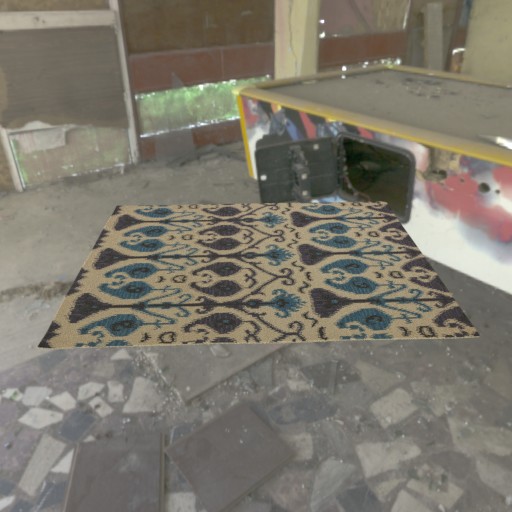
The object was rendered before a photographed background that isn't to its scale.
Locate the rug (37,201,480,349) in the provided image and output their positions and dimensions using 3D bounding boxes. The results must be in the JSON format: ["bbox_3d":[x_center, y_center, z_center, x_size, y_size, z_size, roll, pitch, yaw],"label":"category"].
[{"bbox_3d":[0.000,0.000,4.251,3.228,0.024,2.443,-1,31,-2],"label":"rug"}]
